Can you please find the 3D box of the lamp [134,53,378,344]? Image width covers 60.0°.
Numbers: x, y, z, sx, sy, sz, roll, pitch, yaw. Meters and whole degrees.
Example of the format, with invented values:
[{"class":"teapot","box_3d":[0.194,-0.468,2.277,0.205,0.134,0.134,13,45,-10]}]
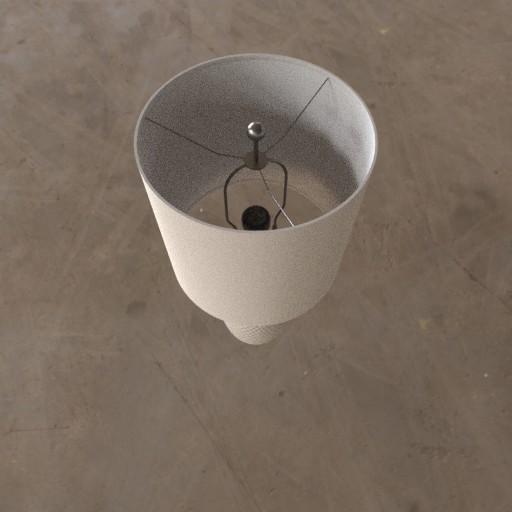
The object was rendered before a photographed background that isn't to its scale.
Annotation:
[{"class":"lamp","box_3d":[0.000,0.000,0.589,0.214,0.466,0.214,-15,62,-8]}]
